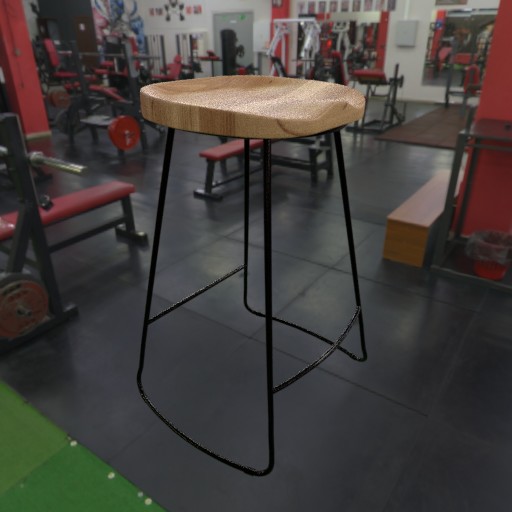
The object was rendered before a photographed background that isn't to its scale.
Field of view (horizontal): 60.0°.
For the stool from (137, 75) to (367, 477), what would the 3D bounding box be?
[{"bbox_3d":[0.000,0.000,0.939,0.401,0.679,0.480,20,33,33],"label":"stool"}]
